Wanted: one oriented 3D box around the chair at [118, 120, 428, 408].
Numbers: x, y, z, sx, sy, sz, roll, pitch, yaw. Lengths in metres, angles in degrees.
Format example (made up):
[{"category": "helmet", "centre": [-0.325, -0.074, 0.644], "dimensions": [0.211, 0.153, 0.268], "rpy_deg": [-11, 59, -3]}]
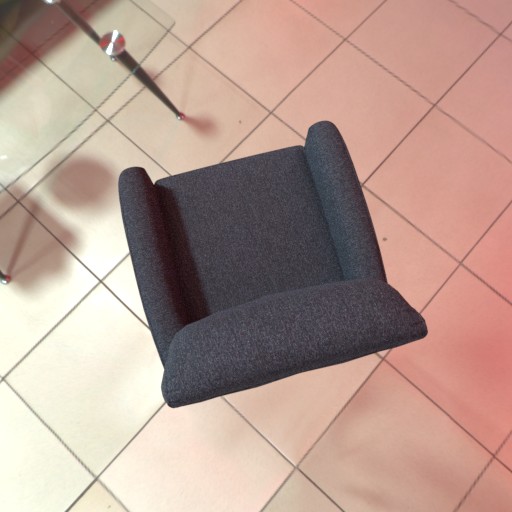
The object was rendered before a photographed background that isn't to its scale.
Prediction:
[{"category": "chair", "centre": [0.000, 0.000, 1.592], "dimensions": [0.839, 1.016, 0.850], "rpy_deg": [-15, 76, -4]}]
